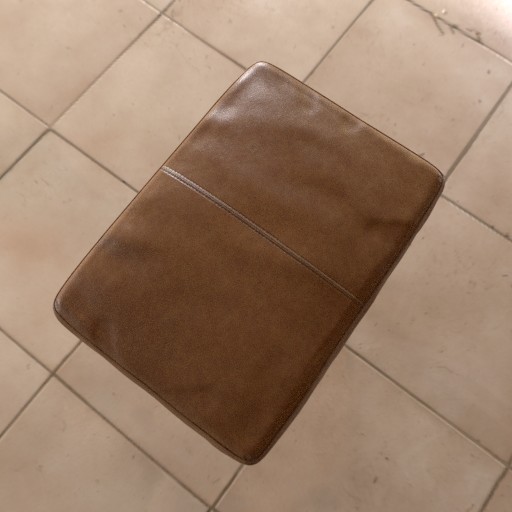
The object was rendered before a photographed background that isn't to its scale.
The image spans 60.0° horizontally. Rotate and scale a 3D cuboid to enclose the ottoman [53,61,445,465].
[{"bbox_3d":[0.000,0.000,1.221,0.630,0.461,0.869,35,78,8],"label":"ottoman"}]
